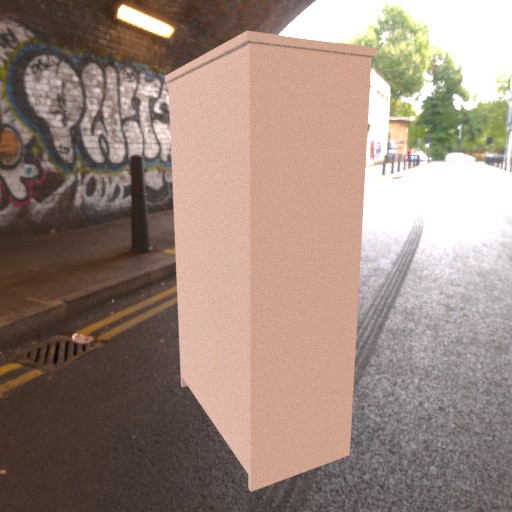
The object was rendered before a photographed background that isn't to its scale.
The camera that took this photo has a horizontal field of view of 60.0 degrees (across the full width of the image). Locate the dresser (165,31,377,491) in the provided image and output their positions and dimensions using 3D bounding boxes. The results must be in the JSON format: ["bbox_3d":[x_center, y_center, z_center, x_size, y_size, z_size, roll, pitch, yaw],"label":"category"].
[{"bbox_3d":[0.000,0.000,1.556,0.399,1.255,0.704,-7,15,-26],"label":"dresser"}]
